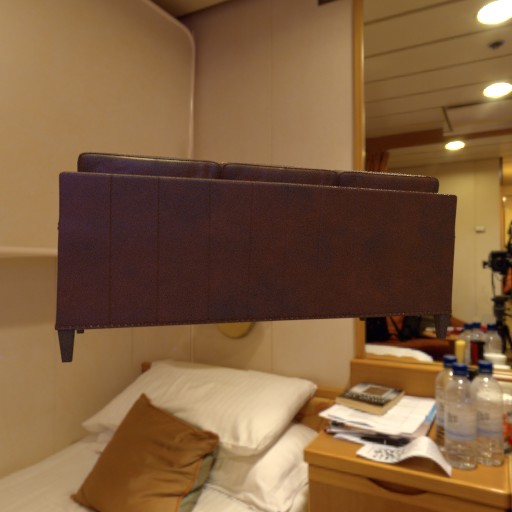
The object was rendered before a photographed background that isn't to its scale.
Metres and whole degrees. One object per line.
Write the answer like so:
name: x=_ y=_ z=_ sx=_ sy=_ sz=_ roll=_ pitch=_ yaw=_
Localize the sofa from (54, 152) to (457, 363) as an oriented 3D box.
sofa: x=0.000 y=0.000 z=2.770 sx=2.240 sy=1.003 sz=1.084 roll=0 pitch=-1 yaw=-18
